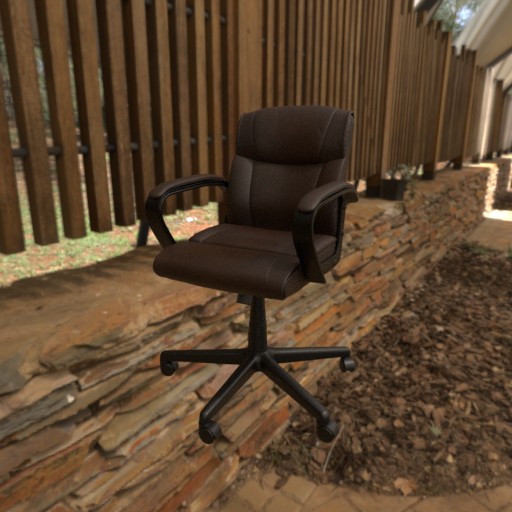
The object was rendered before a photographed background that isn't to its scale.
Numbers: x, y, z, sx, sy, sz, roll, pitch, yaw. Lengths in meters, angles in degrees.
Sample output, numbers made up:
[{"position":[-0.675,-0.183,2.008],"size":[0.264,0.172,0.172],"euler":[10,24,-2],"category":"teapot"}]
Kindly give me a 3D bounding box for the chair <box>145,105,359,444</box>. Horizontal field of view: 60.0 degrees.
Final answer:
[{"position":[0.000,0.000,1.516],"size":[0.739,1.004,0.717],"euler":[9,18,28],"category":"chair"}]
